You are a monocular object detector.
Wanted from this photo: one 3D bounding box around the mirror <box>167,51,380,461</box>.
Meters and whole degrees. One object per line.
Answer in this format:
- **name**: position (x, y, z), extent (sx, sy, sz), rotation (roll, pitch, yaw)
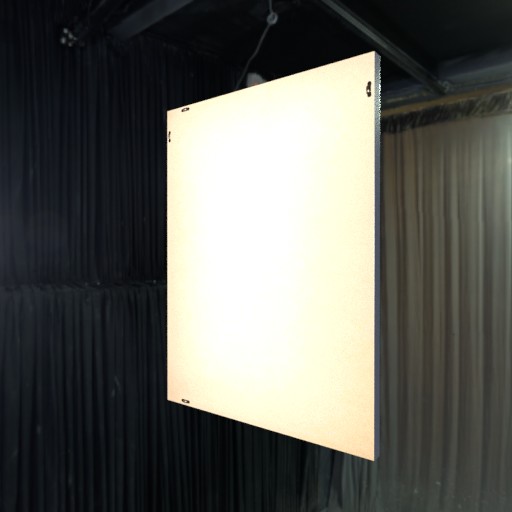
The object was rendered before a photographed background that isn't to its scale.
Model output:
- **mirror**: position (0.000, 0.000, 1.342), extent (0.762, 1.016, 0.040), rotation (0, 0, 37)
